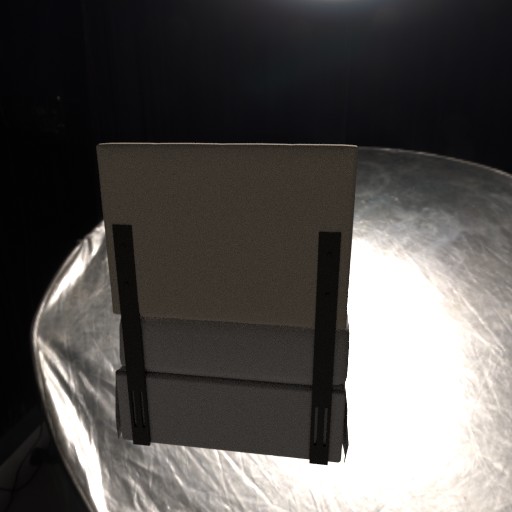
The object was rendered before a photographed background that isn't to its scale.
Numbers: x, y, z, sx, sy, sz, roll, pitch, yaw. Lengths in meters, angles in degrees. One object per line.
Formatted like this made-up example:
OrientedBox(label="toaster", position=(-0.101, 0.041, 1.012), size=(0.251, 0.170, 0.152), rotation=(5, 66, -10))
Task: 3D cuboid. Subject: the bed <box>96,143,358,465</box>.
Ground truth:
OrientedBox(label="bed", position=(0.000, 0.000, 3.013), size=(1.261, 1.571, 1.997), rotation=(3, 17, 8))
